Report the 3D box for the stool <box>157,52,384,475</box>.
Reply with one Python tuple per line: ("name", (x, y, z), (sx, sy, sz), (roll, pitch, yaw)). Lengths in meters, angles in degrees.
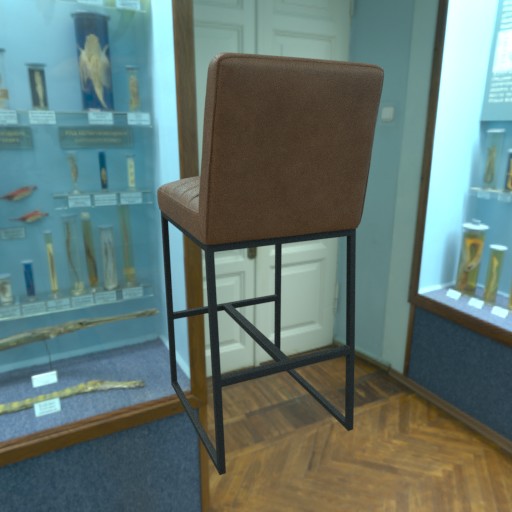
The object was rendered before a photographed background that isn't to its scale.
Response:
("stool", (0.000, 0.000, 1.330), (0.458, 1.040, 0.556), (-7, 17, -24))
